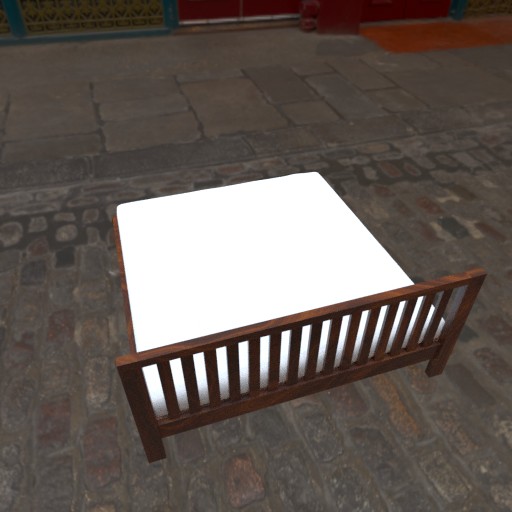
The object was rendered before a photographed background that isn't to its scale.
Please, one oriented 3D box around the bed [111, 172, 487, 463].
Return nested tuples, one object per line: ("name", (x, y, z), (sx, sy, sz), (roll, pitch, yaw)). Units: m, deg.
("bed", (0.000, 0.000, 3.136), (1.905, 0.890, 2.030), (-12, 41, -14))
